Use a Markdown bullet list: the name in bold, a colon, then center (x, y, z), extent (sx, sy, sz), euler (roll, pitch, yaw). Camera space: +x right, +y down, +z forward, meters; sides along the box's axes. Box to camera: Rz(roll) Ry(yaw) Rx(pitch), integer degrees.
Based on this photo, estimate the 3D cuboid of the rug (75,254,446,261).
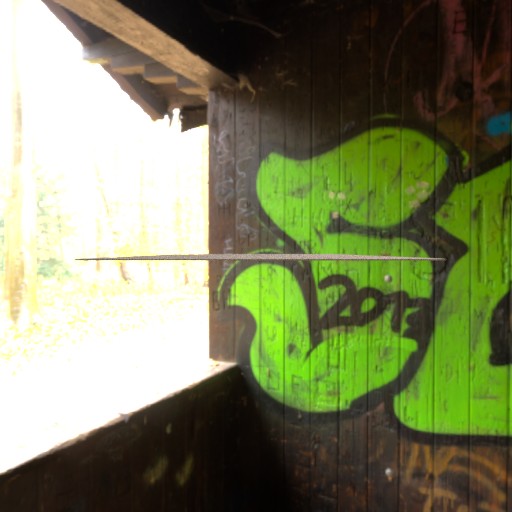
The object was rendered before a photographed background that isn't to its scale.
- **rug**: center (0.000, 0.000, 3.013), extent (1.523, 0.008, 2.438), euler (0, 1, -1)
